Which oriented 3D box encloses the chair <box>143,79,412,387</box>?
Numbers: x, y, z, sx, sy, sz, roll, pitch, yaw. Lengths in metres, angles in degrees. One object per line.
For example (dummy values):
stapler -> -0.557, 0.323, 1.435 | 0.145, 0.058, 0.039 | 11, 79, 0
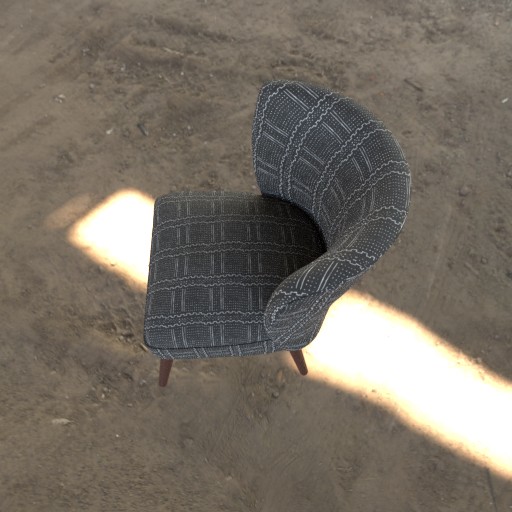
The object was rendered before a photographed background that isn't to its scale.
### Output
chair -> 0.000, 0.000, 1.443 | 0.758, 0.866, 0.710 | -3, 60, -2
